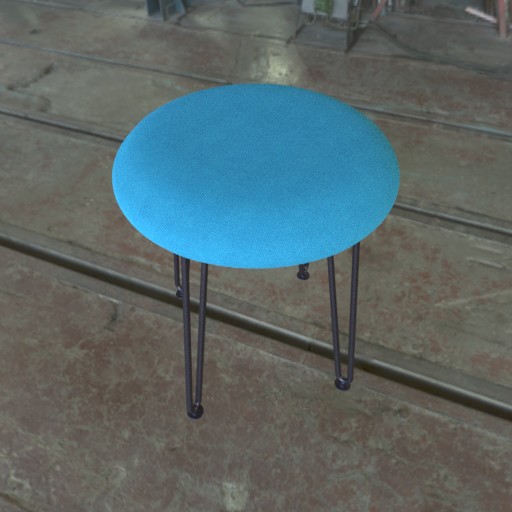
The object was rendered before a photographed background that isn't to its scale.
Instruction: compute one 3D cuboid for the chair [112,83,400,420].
[{"bbox_3d":[0.000,0.000,0.677,0.350,0.430,0.350,-17,48,-16],"label":"chair"}]
